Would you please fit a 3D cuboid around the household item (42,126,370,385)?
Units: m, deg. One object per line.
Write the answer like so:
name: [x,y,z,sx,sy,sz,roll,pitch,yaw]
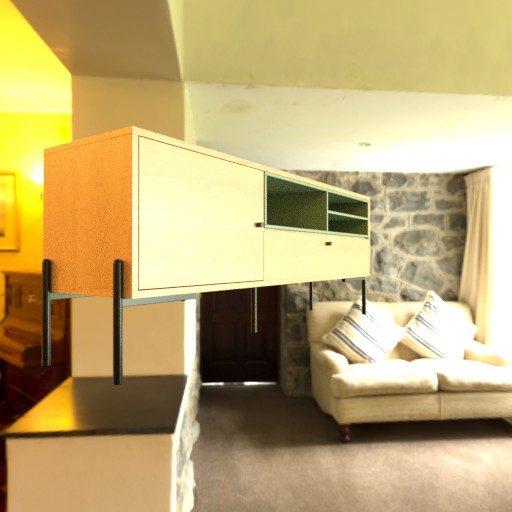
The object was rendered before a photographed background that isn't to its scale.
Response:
household item: [0.000,0.000,1.743,0.400,0.600,1.550,0,0,35]
